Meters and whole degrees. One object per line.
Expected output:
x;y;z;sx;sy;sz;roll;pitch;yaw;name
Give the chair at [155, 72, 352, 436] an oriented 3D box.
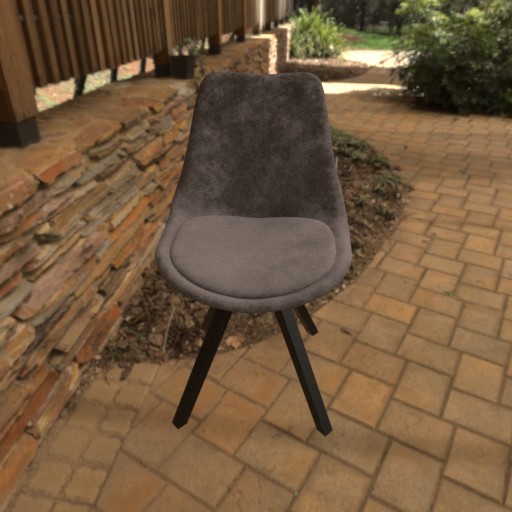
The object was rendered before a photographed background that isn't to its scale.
0.000;0.000;1.187;0.485;0.850;0.550;2;30;3;chair
